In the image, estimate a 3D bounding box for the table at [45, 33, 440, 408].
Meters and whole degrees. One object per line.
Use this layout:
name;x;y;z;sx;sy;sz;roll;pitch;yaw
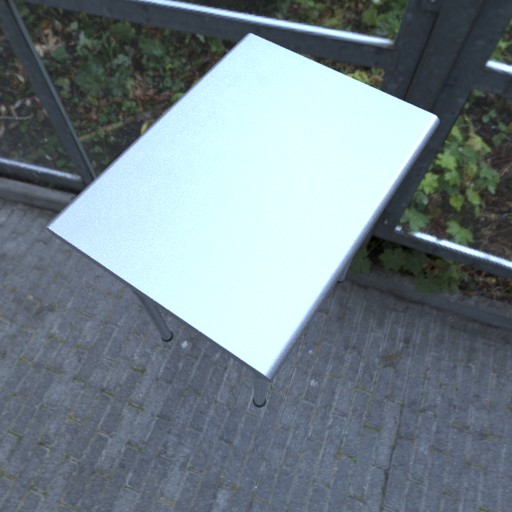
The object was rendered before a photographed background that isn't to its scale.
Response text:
table;0.000;0.000;1.401;0.584;0.876;0.762;31;67;15
